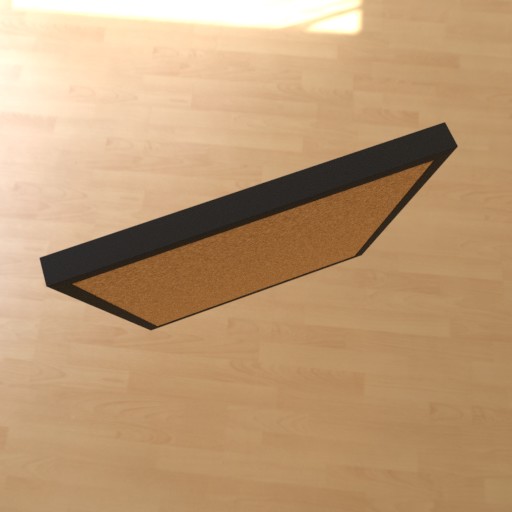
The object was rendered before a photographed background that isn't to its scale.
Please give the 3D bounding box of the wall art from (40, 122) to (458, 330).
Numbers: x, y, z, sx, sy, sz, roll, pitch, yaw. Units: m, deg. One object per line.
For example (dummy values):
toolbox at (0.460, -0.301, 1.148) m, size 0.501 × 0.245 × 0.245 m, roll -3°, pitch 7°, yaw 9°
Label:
wall art at (0.000, 0.000, 0.760) m, size 0.506 × 0.503 × 0.036 m, roll -19°, pitch 76°, yaw -5°
